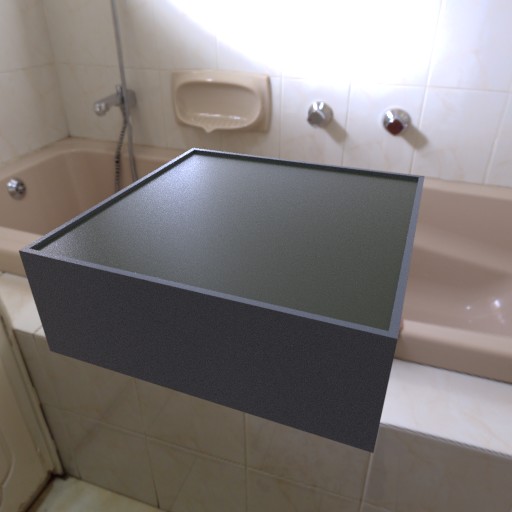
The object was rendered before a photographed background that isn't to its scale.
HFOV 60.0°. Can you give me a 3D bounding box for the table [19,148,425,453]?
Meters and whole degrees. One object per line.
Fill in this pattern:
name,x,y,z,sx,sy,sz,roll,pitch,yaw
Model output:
table,0.000,0.000,1.240,0.801,0.299,0.801,11,32,18
